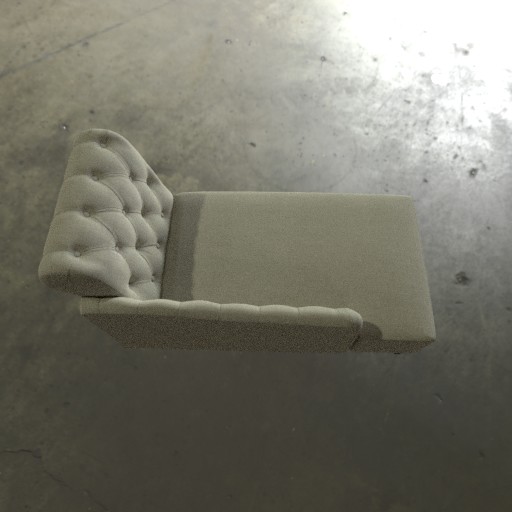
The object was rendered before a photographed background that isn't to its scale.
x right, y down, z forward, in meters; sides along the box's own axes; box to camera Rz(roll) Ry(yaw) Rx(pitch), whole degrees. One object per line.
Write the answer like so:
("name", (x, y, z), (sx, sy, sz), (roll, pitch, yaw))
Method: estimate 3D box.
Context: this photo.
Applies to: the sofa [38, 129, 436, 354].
("sofa", (0.000, 0.000, 1.801), (1.379, 0.787, 0.675), (1, 62, 1))
